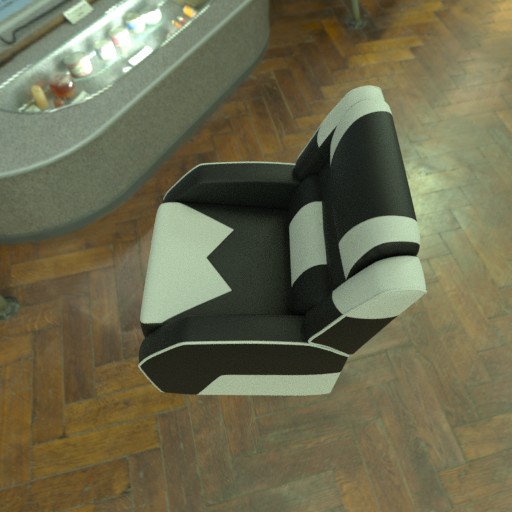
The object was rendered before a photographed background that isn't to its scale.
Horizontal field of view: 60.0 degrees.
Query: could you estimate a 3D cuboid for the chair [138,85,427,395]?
[{"bbox_3d":[0.000,0.000,1.310,0.672,0.805,0.620,0,58,0],"label":"chair"}]
